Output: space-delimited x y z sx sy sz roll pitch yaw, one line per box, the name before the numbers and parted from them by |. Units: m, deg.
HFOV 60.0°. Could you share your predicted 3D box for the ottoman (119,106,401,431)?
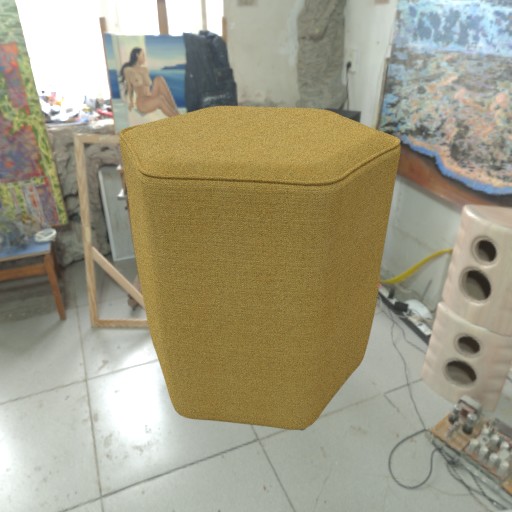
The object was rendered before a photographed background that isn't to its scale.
ottoman | 0.000 0.000 0.883 0.443 0.502 0.494 21 36 32
